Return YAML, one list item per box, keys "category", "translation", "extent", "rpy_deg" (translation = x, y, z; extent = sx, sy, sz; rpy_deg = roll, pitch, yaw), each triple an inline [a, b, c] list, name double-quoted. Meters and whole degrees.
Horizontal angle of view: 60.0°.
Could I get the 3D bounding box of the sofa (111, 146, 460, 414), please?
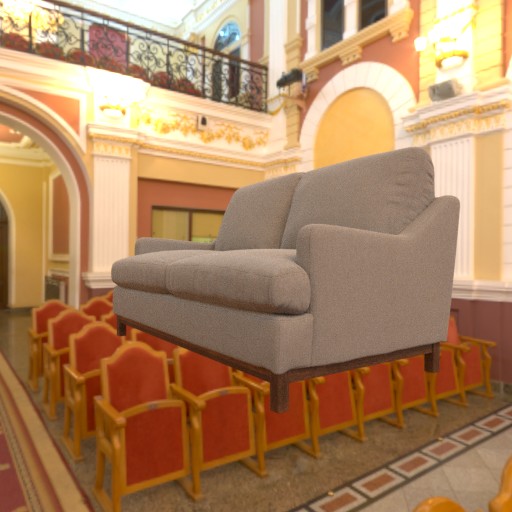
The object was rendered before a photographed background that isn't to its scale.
- category: "sofa"
  translation: [0.000, 0.000, 2.182]
  extent: [0.987, 0.921, 1.589]
  rpy_deg: [0, 0, -35]
